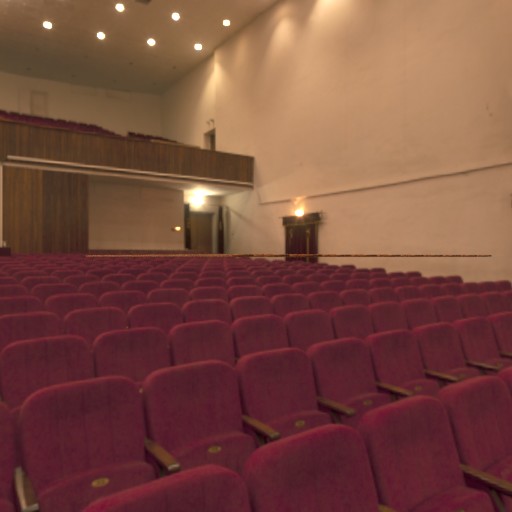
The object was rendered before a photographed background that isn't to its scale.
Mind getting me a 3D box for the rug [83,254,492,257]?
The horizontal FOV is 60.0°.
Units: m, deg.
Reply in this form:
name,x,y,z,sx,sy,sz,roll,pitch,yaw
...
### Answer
name,x,y,z,sx,sy,sz,roll,pitch,yaw
rug,0.000,0.000,2.238,1.278,0.009,1.726,0,0,-35
